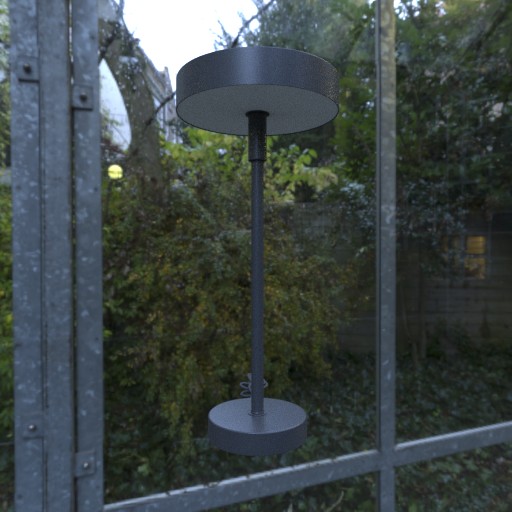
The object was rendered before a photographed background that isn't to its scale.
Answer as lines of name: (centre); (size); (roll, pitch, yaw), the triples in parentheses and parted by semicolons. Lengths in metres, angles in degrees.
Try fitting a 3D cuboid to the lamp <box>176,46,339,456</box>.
lamp: (0.000, 0.000, 0.702); (0.229, 0.508, 0.369); (0, 0, -2)
